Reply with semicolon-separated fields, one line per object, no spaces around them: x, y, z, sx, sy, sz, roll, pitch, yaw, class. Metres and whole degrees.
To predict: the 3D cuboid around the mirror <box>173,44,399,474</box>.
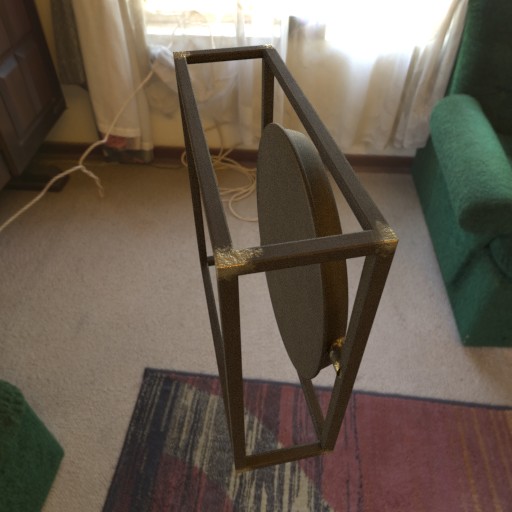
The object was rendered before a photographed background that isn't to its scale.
0.000;0.000;0.455;0.107;0.303;0.306;-8;46;-8;mirror
